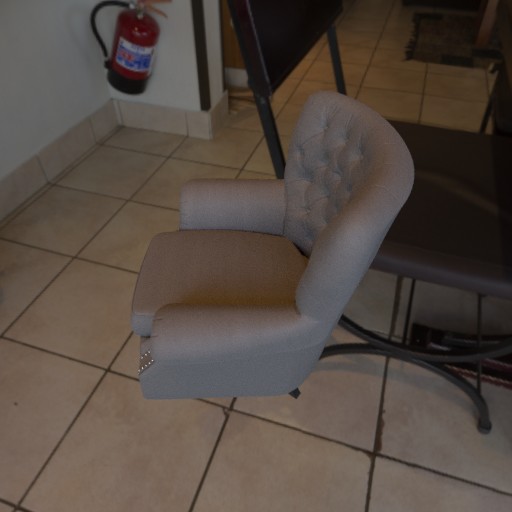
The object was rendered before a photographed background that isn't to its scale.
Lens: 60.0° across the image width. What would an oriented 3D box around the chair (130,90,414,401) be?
[{"bbox_3d":[0.000,0.000,1.763,0.983,1.046,0.983,0,42,0],"label":"chair"}]
